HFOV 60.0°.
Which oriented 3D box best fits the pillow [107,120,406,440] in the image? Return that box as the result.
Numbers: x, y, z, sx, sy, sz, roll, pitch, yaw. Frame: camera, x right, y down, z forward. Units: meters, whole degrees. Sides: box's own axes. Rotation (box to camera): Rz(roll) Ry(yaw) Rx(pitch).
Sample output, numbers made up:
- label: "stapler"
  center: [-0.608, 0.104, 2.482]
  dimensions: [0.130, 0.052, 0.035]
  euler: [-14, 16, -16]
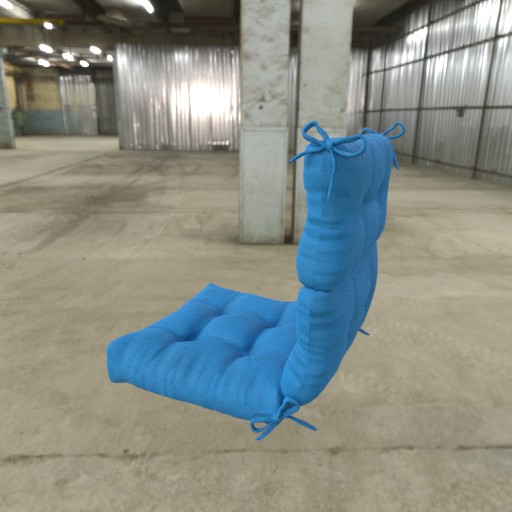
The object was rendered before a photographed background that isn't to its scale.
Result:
- label: "pillow"
  center: [0.000, 0.000, 1.039]
  dimensions: [0.571, 0.605, 0.519]
  euler: [8, 18, 24]
